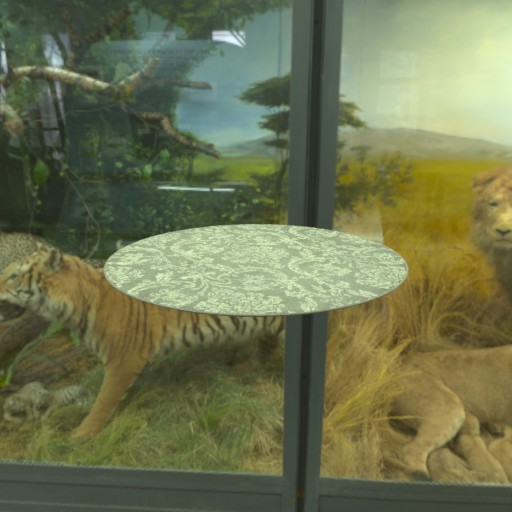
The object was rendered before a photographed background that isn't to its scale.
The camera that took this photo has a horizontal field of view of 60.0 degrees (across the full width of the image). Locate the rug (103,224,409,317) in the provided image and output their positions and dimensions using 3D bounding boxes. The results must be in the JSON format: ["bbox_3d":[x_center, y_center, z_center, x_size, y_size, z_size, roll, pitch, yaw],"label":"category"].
[{"bbox_3d":[0.000,0.000,2.437,1.593,0.012,1.593,0,17,0],"label":"rug"}]
